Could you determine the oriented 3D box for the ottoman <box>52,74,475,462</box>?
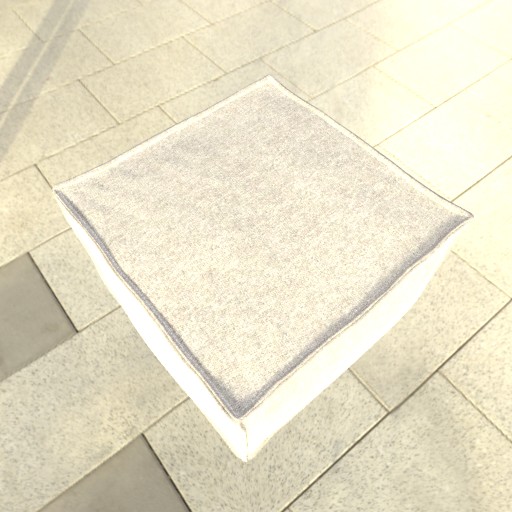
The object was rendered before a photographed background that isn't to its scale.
[{"bbox_3d":[0.000,0.000,1.154,0.696,0.470,0.707,-36,64,-20],"label":"ottoman"}]
